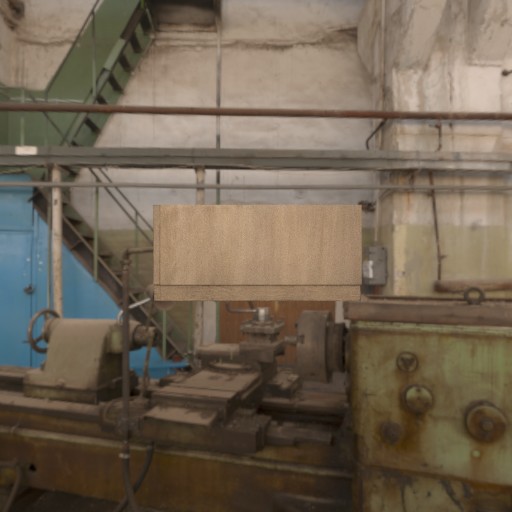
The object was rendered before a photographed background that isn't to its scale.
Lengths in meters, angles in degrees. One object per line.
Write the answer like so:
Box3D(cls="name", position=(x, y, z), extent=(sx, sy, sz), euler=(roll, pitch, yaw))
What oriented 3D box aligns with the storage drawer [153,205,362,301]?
Box3D(cls="storage drawer", position=(0.000, 0.000, 2.291), extent=(0.591, 0.274, 2.072), euler=(0, 0, 0))
